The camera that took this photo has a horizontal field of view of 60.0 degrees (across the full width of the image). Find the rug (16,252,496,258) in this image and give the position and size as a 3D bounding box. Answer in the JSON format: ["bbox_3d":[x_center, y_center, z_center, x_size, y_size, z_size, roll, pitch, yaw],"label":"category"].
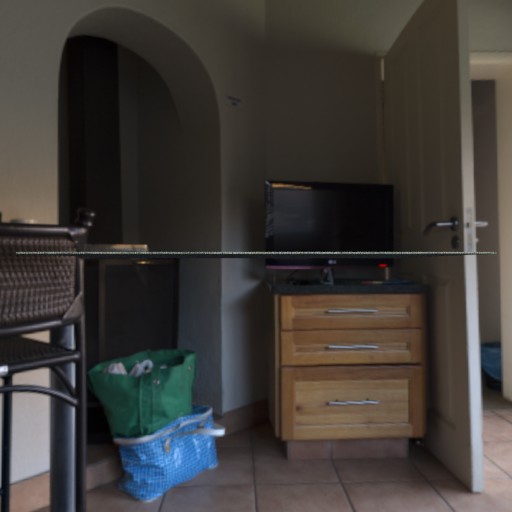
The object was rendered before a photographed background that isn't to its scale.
[{"bbox_3d":[0.000,0.000,2.182,1.747,0.006,1.143,0,-1,0],"label":"rug"}]
